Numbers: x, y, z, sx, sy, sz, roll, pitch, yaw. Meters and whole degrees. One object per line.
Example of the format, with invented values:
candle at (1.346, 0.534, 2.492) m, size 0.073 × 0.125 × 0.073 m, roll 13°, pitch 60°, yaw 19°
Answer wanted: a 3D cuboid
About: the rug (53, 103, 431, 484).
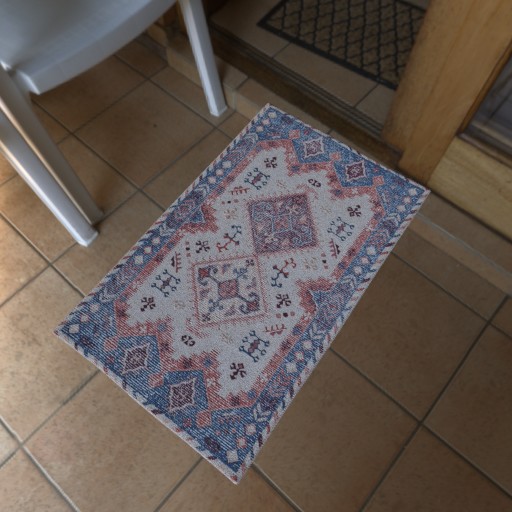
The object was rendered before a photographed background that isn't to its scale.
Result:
rug at (0.000, 0.000, 3.134) m, size 1.521 × 0.023 × 2.464 m, roll 33°, pitch 69°, yaw 15°
